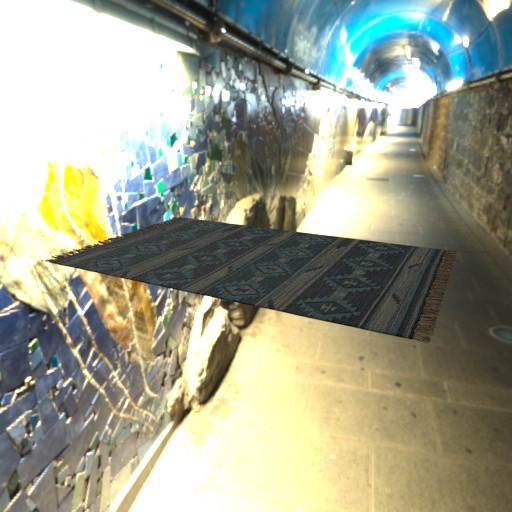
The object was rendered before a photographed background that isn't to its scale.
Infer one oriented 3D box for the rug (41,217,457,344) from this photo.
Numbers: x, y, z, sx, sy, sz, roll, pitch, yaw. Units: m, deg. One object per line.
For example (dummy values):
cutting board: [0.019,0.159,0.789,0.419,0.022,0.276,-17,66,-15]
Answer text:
rug: [0.000,0.000,2.399,1.936,0.028,1.181,9,20,26]
